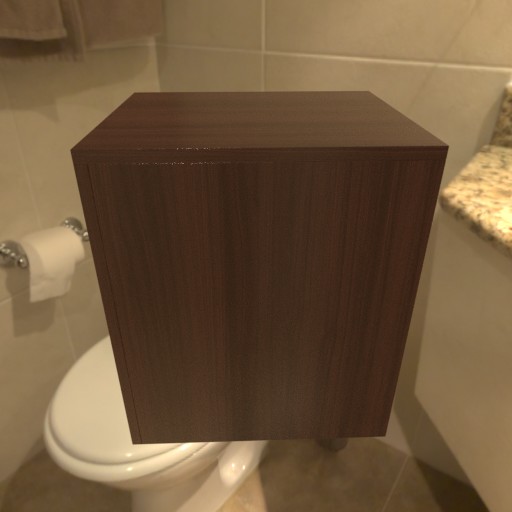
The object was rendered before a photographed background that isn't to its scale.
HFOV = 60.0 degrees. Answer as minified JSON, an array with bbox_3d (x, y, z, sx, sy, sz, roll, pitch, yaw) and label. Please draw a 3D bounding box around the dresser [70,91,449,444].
[{"bbox_3d":[0.000,0.000,0.740,0.400,0.470,0.360,-1,30,-2],"label":"dresser"}]
